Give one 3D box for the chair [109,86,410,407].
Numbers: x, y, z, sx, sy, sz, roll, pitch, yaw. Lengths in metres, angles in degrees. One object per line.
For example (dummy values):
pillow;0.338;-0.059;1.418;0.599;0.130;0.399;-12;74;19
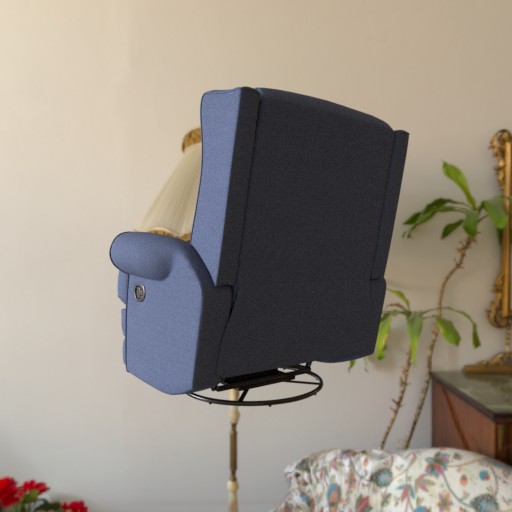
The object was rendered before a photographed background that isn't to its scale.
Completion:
chair;0.000;0.000;1.734;0.971;1.020;0.877;0;0;-36
